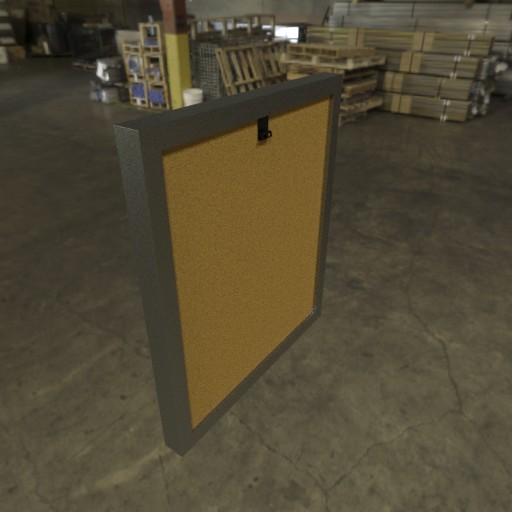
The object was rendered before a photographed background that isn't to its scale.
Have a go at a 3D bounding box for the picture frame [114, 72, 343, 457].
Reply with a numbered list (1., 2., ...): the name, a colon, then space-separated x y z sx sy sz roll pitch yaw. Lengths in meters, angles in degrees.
1. picture frame: 0.000 0.000 1.380 0.073 0.968 0.839 20 36 31
